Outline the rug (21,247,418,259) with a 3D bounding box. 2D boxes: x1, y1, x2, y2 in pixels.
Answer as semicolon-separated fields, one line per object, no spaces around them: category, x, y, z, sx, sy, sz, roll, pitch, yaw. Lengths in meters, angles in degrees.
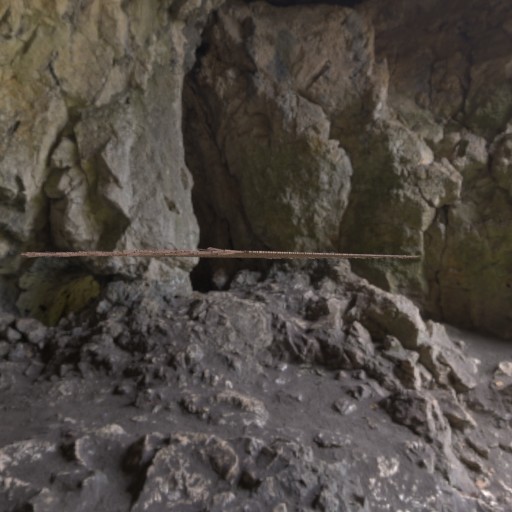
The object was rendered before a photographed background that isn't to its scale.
rug;0.000;0.000;2.492;1.224;0.027;2.085;0;-1;35
